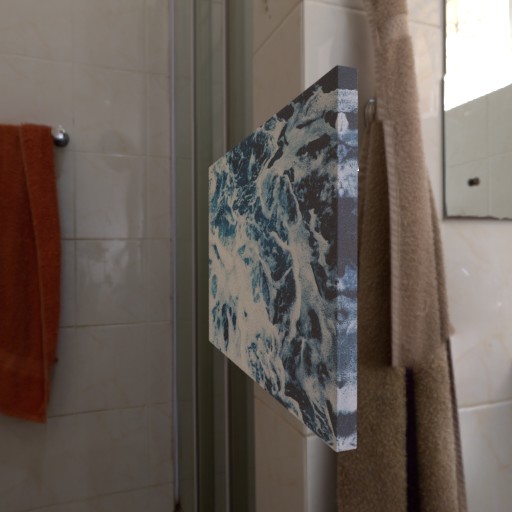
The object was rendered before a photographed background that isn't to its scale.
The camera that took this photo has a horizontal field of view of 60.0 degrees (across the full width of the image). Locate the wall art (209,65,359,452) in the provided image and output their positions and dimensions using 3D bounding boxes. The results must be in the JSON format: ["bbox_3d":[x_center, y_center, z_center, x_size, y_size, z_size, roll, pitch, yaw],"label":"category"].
[{"bbox_3d":[0.000,0.000,1.134,0.042,0.610,0.915,0,1,-19],"label":"wall art"}]
